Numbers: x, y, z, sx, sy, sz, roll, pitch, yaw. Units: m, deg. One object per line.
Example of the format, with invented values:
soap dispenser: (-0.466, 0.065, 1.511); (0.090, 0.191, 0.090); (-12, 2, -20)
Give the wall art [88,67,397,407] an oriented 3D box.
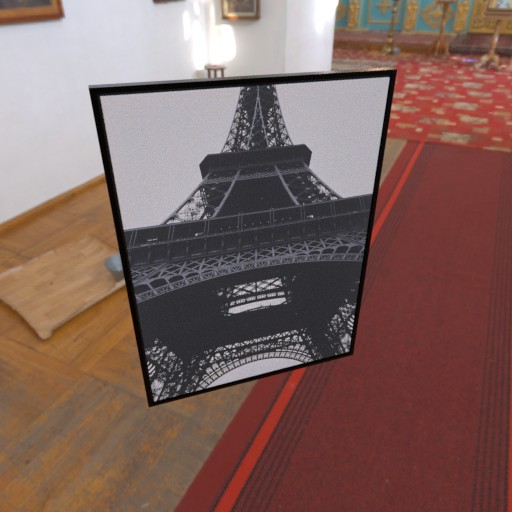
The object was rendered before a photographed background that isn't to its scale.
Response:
wall art: (0.000, 0.000, 1.396); (0.805, 1.062, 0.040); (-10, 33, -16)
